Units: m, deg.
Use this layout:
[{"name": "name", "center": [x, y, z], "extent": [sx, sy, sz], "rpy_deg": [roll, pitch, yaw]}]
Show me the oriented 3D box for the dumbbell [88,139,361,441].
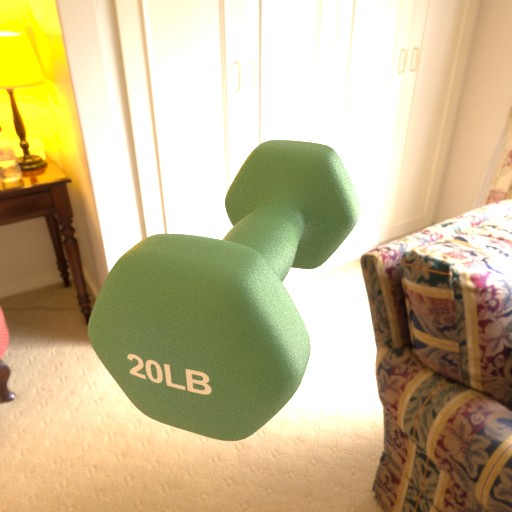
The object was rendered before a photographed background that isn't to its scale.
[{"name": "dumbbell", "center": [0.000, 0.000, 0.324], "extent": [0.126, 0.114, 0.257], "rpy_deg": [10, 31, 17]}]
